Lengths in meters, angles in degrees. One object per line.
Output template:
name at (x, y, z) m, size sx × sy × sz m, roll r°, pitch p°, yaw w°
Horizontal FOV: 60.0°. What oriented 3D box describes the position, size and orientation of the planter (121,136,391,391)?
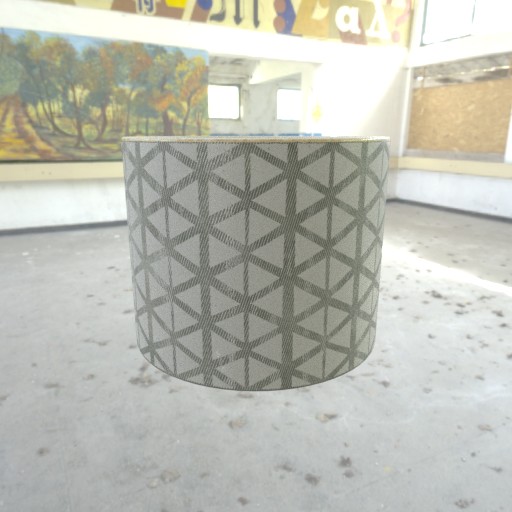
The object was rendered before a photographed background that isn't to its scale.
planter at (0.000, 0.000, 0.459) m, size 0.250 × 0.239 × 0.250 m, roll 0°, pitch 15°, yaw 0°
